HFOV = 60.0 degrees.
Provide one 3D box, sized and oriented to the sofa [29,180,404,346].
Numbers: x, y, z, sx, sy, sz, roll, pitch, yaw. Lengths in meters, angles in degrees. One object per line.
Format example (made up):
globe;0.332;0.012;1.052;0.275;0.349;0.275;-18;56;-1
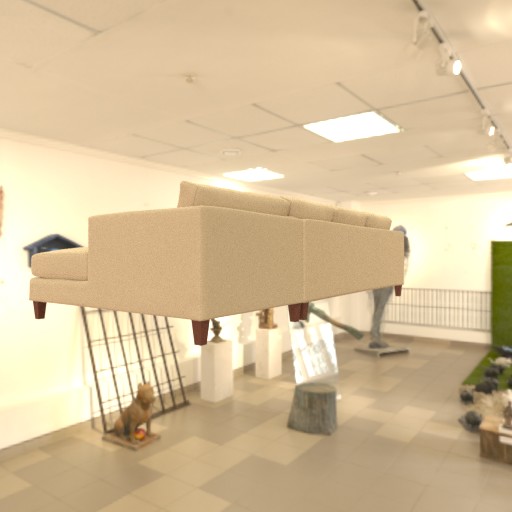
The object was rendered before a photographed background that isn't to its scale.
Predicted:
sofa;0.000;0.000;3.895;1.625;0.861;3.186;0;0;35
